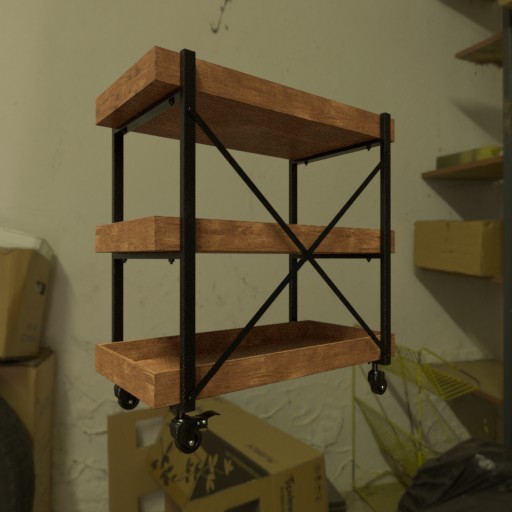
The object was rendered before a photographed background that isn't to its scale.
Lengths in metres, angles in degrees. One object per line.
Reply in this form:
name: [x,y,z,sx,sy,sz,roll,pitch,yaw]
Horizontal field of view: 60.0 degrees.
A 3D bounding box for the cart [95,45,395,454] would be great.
cart: [0.000,0.000,1.208,0.750,0.800,0.411,0,0,-37]
